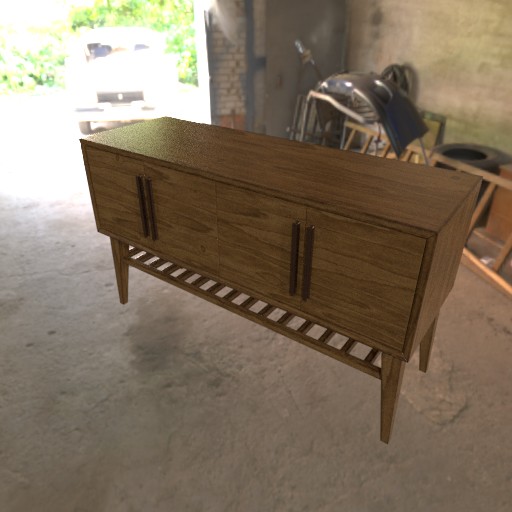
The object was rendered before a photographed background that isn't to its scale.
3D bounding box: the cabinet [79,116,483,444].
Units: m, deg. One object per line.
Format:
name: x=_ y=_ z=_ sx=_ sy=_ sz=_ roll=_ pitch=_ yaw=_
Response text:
cabinet: x=0.000 y=0.000 z=1.729 sx=1.363 sy=0.802 sz=0.477 roll=20 pitch=36 yaw=30
